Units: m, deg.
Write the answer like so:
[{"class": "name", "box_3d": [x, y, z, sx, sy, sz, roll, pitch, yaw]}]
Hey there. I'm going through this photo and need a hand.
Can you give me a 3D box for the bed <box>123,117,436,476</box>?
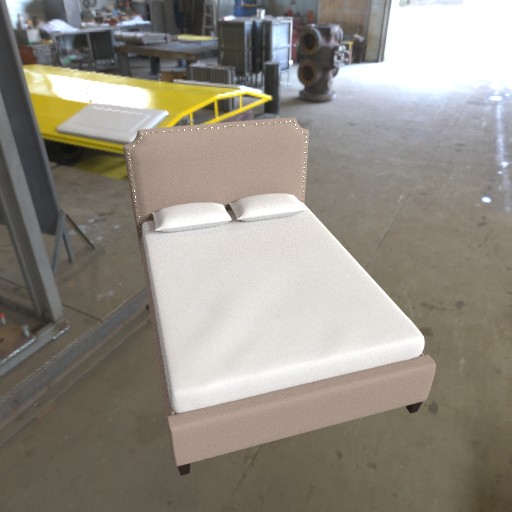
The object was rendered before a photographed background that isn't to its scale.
[{"class": "bed", "box_3d": [0.000, 0.000, 3.405, 1.713, 1.443, 2.372, -9, 33, -14]}]
